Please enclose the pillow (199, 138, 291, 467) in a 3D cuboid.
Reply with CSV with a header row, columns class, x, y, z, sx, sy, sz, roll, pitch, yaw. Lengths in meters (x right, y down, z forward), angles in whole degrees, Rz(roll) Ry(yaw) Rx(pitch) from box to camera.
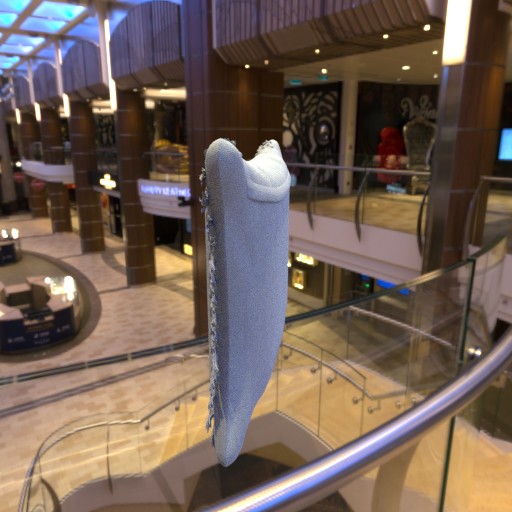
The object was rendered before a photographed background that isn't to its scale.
class,x,y,z,sx,sy,sz,roll,pitch,yaw
pillow,0.000,0.000,0.594,0.084,0.305,0.466,2,15,7
